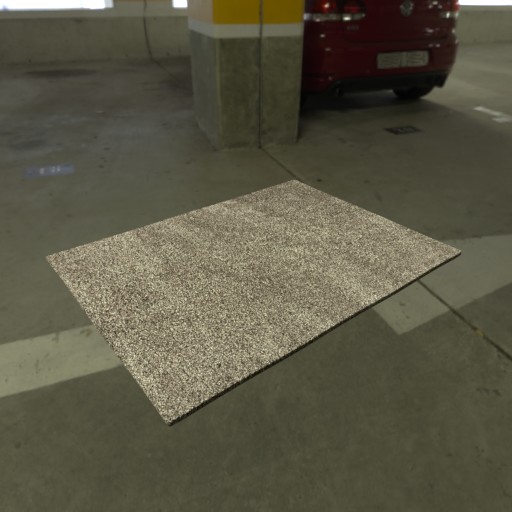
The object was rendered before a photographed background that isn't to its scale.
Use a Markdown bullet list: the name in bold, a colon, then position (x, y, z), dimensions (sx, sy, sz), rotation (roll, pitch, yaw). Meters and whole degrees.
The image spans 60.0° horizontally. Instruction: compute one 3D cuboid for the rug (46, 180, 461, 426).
- **rug**: position (0.000, 0.000, 2.128), dimensions (1.601, 0.025, 1.198), rotation (-22, 38, -32)
